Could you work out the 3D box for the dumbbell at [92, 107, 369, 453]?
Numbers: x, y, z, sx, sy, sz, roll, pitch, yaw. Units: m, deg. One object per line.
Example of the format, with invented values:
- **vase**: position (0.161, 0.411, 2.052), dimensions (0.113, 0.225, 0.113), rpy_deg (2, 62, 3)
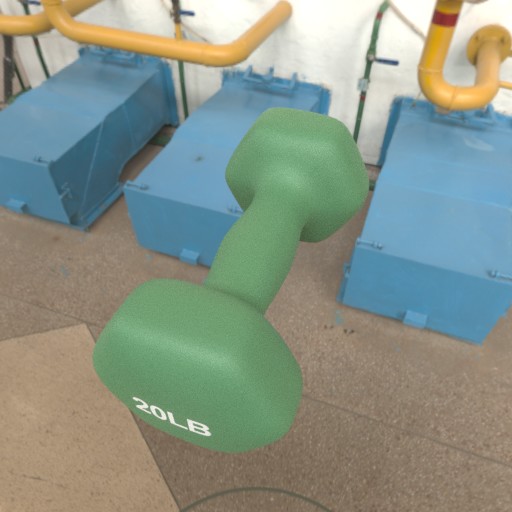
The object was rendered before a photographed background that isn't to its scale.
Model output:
- **dumbbell**: position (0.000, 0.000, 0.320), dimensions (0.126, 0.114, 0.257), rpy_deg (16, 49, 14)
